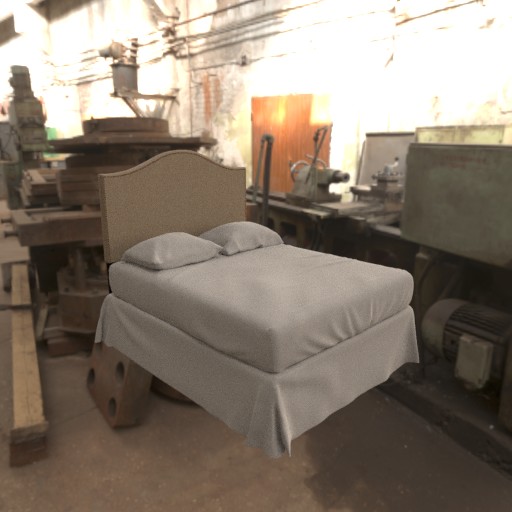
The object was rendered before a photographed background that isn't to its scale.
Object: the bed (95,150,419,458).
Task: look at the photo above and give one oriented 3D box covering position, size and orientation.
[{"bbox_3d":[0.000,0.000,3.575,1.876,1.645,2.221,-13,20,-42],"label":"bed"}]
